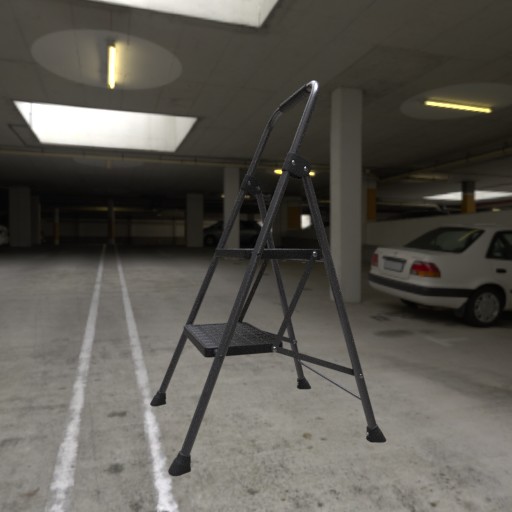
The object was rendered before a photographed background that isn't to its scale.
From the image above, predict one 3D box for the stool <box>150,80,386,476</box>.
[{"bbox_3d":[0.000,0.000,1.170,0.514,0.872,0.450,0,1,-18],"label":"stool"}]
